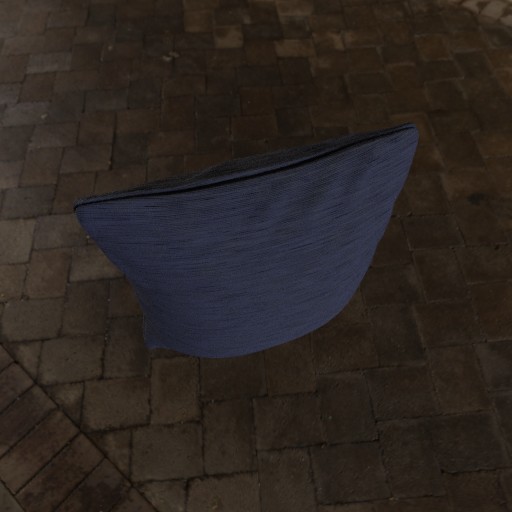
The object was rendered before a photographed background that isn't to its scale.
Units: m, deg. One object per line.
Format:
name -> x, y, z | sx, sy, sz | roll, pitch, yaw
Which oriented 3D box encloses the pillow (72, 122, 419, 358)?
pillow -> 0.000, 0.000, 0.691 | 0.432, 0.414, 0.246 | -15, 59, -9
